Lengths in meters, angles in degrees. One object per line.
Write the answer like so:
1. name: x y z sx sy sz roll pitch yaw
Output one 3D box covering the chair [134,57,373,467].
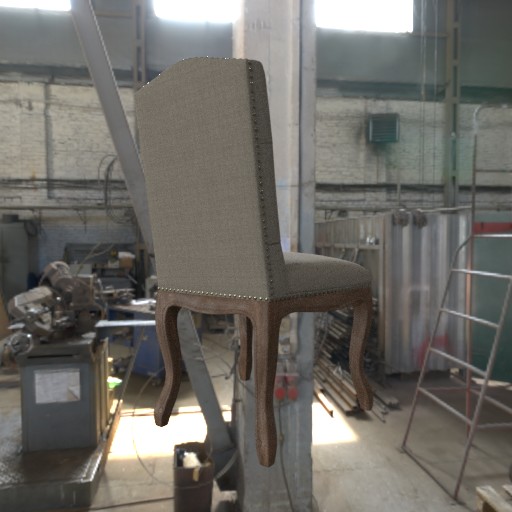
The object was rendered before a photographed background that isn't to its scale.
1. chair: 0.000 0.000 1.611 0.637 1.191 0.731 2 3 36
